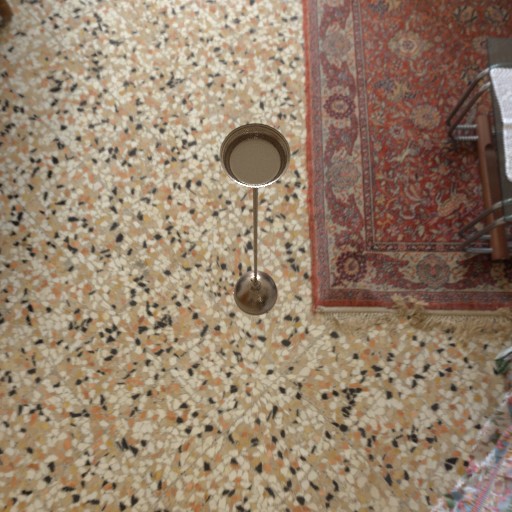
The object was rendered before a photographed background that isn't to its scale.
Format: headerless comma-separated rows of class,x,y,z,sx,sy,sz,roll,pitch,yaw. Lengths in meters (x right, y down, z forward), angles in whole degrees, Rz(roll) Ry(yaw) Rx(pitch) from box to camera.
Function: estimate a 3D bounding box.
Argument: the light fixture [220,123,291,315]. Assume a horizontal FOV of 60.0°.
light fixture,0.000,0.000,1.467,0.211,1.367,0.217,-34,77,-9
